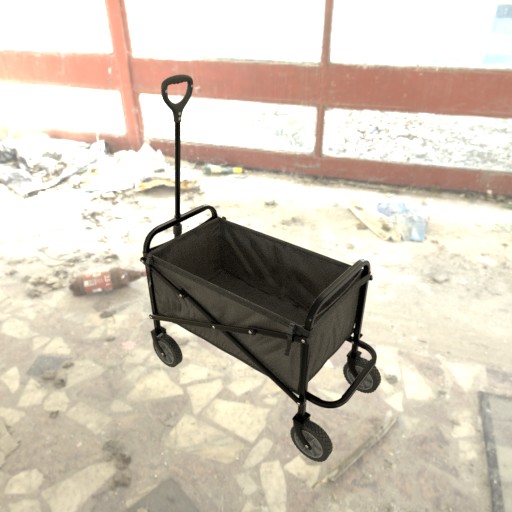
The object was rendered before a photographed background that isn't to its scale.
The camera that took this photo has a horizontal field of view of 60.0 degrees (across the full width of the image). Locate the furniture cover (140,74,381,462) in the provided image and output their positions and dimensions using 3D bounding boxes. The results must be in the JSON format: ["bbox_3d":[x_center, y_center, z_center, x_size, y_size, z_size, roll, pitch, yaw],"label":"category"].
[{"bbox_3d":[0.000,0.000,1.784,1.038,1.295,0.532,22,37,32],"label":"furniture cover"}]
